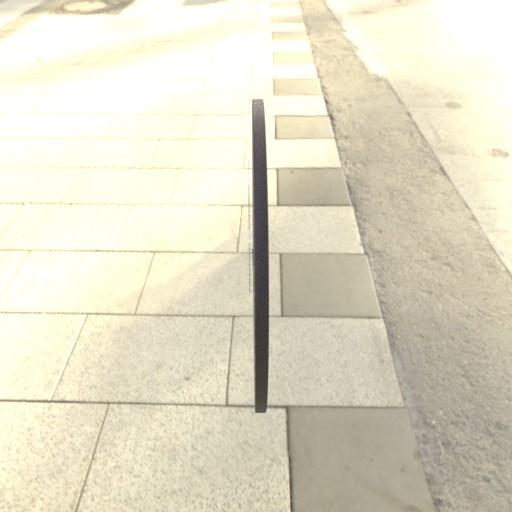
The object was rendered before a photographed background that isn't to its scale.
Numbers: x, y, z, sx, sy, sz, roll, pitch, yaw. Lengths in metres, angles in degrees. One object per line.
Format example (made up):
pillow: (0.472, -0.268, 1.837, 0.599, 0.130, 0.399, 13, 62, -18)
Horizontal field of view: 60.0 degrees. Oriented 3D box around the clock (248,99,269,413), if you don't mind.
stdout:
clock: (0.000, 0.000, 0.892, 0.029, 0.595, 0.595, -1, 40, -1)
